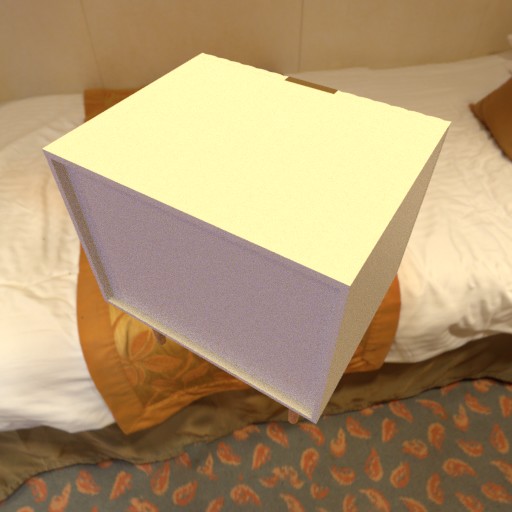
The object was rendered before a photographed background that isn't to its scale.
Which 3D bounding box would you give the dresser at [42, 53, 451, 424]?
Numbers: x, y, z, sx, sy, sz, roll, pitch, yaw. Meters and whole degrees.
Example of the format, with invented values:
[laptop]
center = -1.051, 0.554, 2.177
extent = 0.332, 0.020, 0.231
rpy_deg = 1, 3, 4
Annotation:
[dresser]
center = 0.000, 0.000, 0.905
extent = 0.503, 0.568, 0.414
rpy_deg = 25, 52, 21
